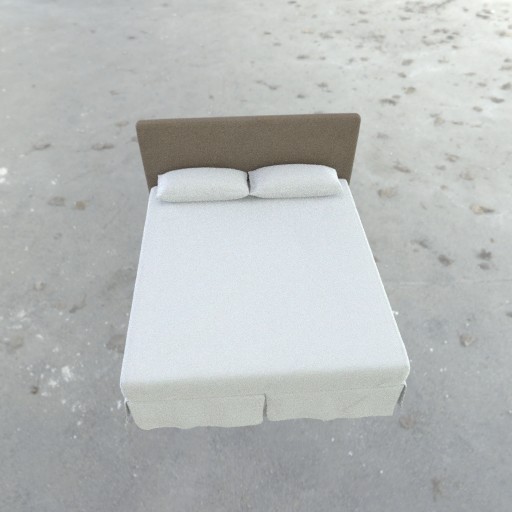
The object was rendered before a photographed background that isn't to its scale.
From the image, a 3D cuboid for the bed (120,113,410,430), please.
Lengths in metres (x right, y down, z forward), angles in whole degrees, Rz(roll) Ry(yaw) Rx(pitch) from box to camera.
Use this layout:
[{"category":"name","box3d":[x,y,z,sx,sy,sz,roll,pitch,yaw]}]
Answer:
[{"category":"bed","box3d":[0.000,0.000,3.690,2.119,1.317,2.341,-3,46,-3]}]
